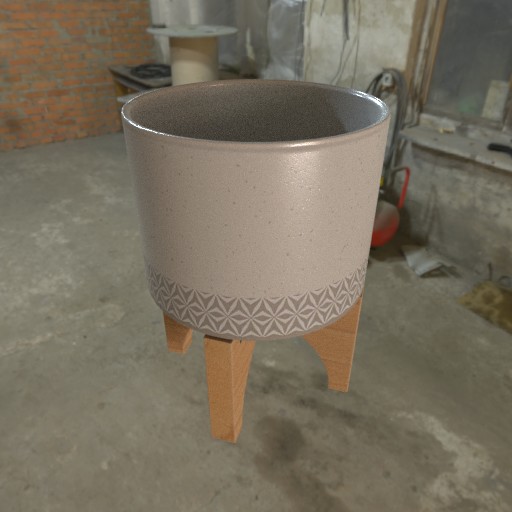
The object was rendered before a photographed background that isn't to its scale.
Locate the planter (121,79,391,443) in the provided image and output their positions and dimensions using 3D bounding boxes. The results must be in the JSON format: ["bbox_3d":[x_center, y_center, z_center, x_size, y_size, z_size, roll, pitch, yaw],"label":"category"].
[{"bbox_3d":[0.000,0.000,0.266,0.130,0.178,0.130,0,32,0],"label":"planter"}]
